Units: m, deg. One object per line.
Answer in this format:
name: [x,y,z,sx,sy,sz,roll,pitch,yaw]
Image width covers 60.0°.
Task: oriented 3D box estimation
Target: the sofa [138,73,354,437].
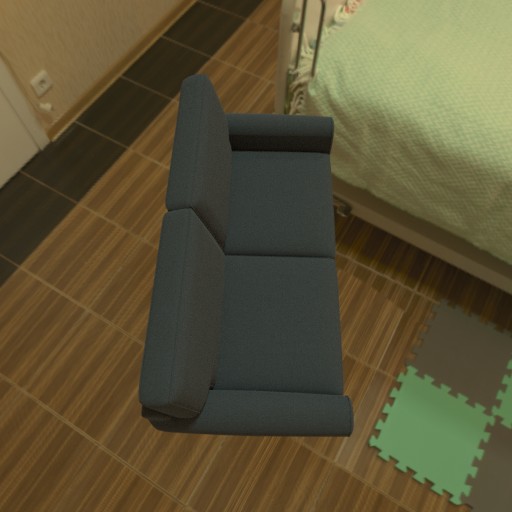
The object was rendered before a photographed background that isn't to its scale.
sofa: [0.000,0.000,2.538,0.940,1.020,1.930,1,63,1]
